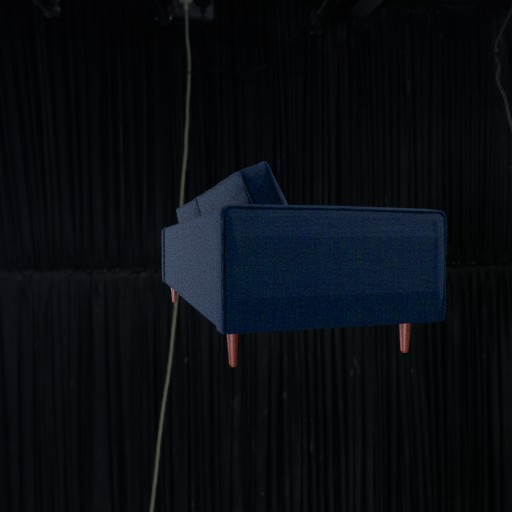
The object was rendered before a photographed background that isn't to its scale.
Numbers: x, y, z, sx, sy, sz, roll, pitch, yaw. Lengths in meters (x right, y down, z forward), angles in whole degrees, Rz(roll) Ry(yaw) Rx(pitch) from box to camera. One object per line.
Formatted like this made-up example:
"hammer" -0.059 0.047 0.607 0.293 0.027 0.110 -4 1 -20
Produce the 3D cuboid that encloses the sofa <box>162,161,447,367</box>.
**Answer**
"sofa" 0.000 0.000 2.630 0.914 0.762 2.210 0 2 -17
